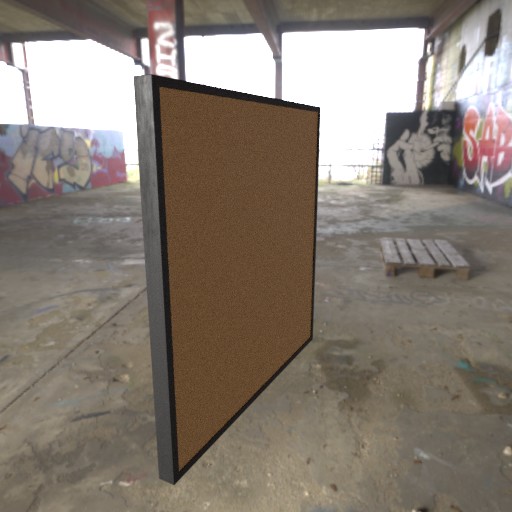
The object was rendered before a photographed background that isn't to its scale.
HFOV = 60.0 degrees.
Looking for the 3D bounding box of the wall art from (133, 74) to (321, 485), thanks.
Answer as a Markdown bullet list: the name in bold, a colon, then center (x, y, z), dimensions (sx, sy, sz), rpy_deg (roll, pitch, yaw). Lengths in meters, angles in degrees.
- **wall art**: center (0.000, 0.000, 1.119), dimensions (0.039, 0.763, 0.763), rpy_deg (8, 16, 27)
